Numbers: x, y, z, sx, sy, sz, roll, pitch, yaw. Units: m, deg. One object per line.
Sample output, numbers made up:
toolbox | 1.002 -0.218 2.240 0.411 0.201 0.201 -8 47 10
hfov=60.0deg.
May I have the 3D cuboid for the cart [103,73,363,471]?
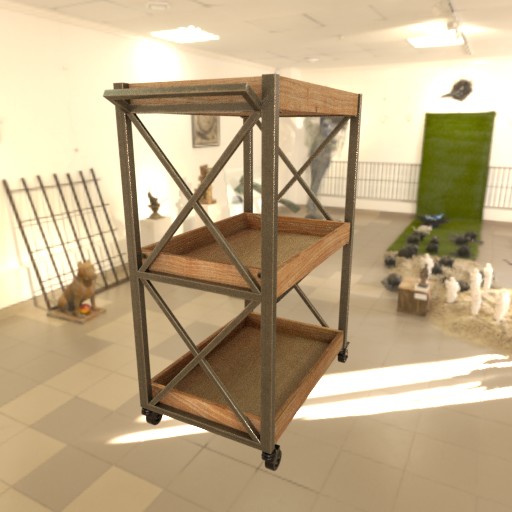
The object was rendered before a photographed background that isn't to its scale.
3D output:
cart | 0.000 0.000 1.182 0.377 0.835 0.673 8 18 26
